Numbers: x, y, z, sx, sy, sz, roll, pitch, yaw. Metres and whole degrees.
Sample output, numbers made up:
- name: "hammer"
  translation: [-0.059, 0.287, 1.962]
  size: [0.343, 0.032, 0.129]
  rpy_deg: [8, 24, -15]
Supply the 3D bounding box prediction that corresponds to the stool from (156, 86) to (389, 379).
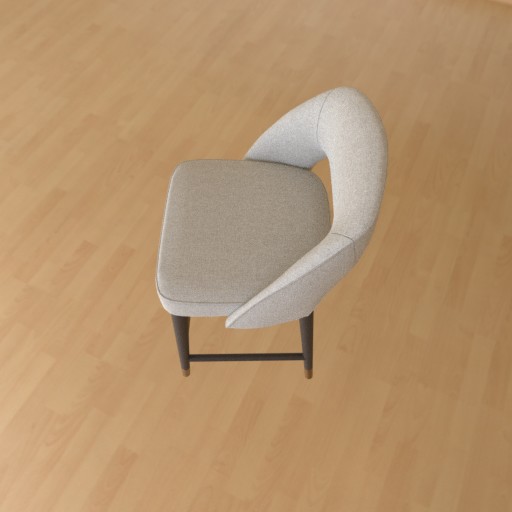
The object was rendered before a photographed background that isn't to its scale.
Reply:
- name: "stool"
  translation: [0.000, 0.000, 1.260]
  size: [0.509, 0.940, 0.494]
  rpy_deg: [1, 60, 1]
